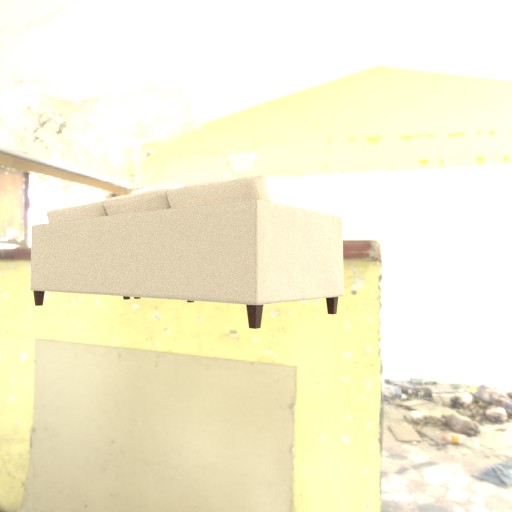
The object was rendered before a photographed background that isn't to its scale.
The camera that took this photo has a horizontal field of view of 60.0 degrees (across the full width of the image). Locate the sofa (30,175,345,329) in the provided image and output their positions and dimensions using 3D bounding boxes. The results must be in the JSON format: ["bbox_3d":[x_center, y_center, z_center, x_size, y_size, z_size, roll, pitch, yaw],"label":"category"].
[{"bbox_3d":[0.000,0.000,4.286,2.432,0.863,3.182,-1,-2,37],"label":"sofa"}]
